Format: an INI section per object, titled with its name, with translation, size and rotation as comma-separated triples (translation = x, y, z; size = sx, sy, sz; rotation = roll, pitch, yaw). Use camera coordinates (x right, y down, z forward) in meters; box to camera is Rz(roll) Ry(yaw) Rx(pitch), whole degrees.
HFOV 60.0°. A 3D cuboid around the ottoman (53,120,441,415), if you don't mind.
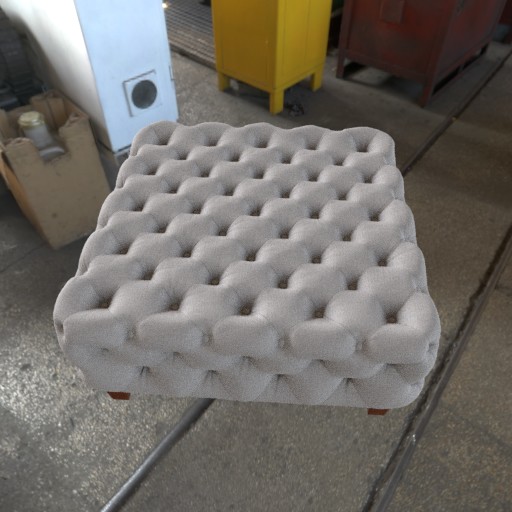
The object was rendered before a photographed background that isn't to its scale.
[ottoman]
translation = 0.000, 0.000, 1.159
size = 0.758, 0.365, 0.764
rotation = 3, 47, 2
